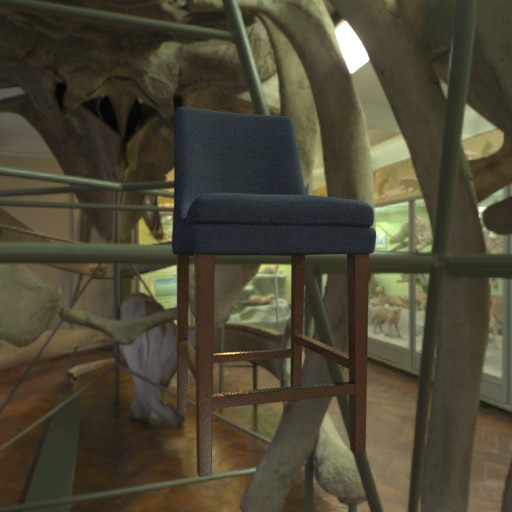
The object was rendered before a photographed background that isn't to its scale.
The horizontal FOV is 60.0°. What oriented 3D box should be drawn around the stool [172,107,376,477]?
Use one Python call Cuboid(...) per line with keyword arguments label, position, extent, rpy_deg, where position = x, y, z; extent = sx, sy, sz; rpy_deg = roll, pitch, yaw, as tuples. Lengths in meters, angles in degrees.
Cuboid(label="stool", position=(0.000, 0.000, 1.287), extent=(0.470, 0.981, 0.577), rpy_deg=(0, 0, -17))
